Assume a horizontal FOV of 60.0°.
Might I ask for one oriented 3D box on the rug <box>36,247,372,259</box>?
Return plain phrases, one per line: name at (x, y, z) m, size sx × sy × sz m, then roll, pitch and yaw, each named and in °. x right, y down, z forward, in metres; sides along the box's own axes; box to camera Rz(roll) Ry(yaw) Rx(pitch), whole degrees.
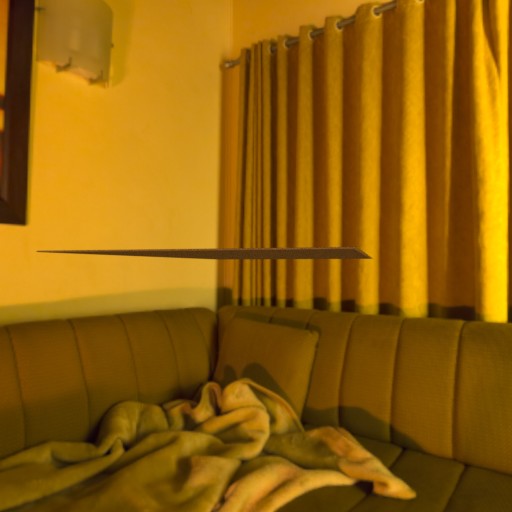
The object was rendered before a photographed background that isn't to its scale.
rug at (0.000, 0.000, 3.098) m, size 1.523 × 0.008 × 2.438 m, roll 0°, pitch -1°, yaw 16°
